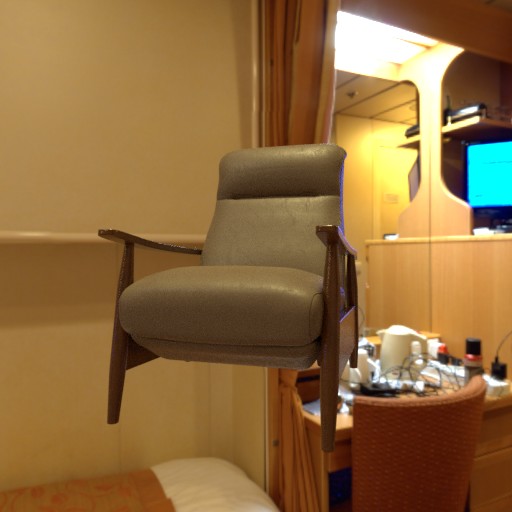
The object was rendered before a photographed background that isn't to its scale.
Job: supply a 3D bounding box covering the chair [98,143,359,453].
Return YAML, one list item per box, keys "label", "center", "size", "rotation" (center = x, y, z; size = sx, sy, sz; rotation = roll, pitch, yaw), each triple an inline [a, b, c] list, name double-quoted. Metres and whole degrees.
- label: "chair"
  center: [0.000, 0.000, 1.787]
  size: [0.762, 1.082, 1.014]
  rotation: [0, 0, 17]
